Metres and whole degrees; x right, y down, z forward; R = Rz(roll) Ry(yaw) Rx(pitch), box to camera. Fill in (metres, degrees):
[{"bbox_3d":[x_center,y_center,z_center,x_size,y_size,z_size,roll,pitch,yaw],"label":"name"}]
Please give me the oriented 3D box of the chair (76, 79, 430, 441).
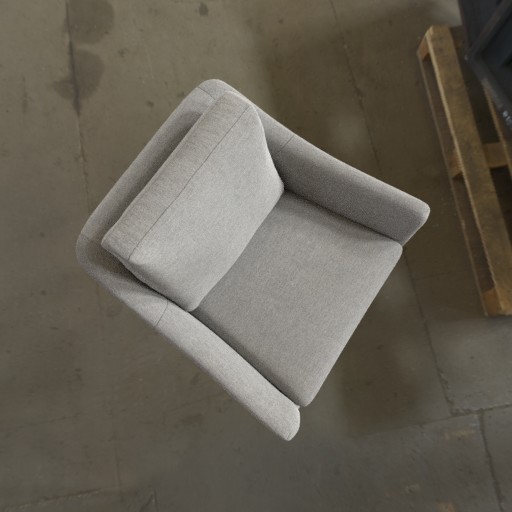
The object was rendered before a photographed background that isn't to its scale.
[{"bbox_3d":[0.000,0.000,1.732,0.961,0.902,0.986,33,78,8],"label":"chair"}]
